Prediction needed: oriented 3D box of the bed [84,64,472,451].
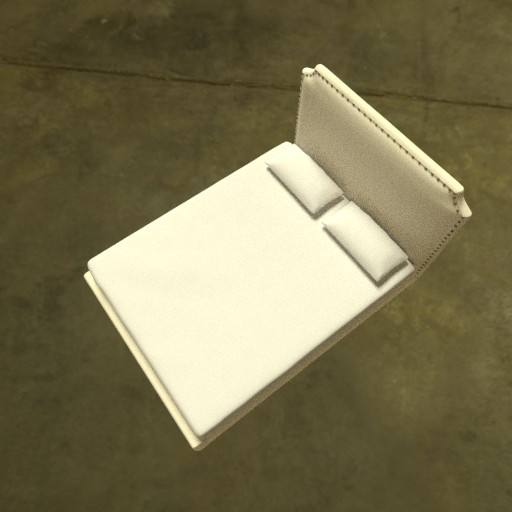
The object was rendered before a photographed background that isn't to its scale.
[{"bbox_3d":[0.000,0.000,3.466,2.372,1.497,1.712,-34,69,-15],"label":"bed"}]
